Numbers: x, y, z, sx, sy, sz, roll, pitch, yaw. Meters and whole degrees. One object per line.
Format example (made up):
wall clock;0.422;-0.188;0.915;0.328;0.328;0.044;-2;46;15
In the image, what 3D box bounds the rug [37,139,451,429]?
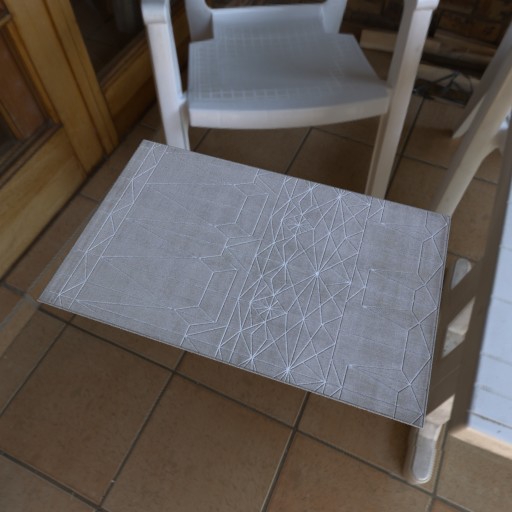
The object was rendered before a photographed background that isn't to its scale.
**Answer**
rug;0.000;0.000;3.002;2.438;0.012;1.524;16;60;10
